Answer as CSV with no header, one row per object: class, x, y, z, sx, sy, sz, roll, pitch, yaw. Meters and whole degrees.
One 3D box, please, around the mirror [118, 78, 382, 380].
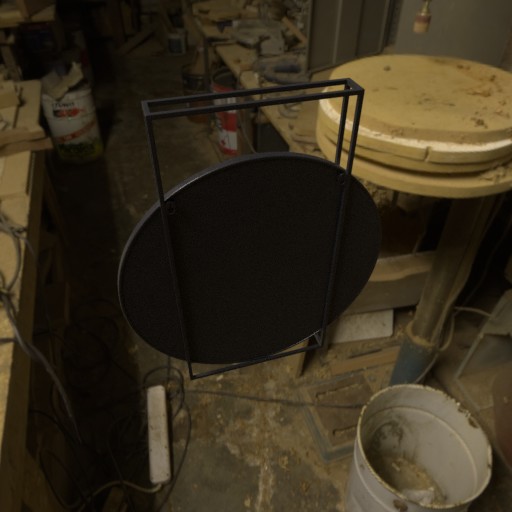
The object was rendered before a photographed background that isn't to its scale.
mirror,0.000,0.000,0.824,0.508,0.603,0.051,-11,42,-13
